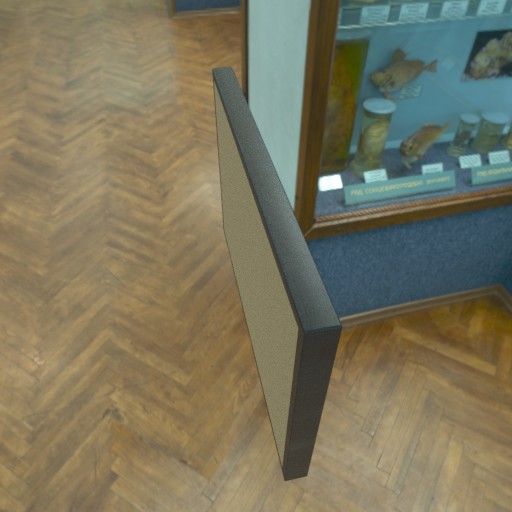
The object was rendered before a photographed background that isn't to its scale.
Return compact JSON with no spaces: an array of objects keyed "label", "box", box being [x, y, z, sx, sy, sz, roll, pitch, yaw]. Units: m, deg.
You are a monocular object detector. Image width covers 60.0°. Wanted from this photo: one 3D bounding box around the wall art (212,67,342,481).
[{"label":"wall art","box":[0.000,0.000,0.770,0.038,0.409,0.610,-9,46,-8]}]
